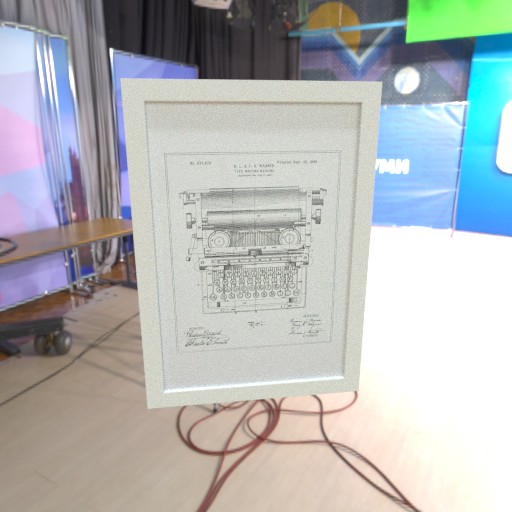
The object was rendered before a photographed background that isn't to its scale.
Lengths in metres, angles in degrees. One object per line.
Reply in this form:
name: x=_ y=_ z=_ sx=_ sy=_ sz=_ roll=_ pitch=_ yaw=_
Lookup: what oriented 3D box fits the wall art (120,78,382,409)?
wall art: x=0.000 y=0.000 z=0.721 sx=0.381 sy=0.533 sz=0.013 roll=-2 pitch=17 yaw=-8
